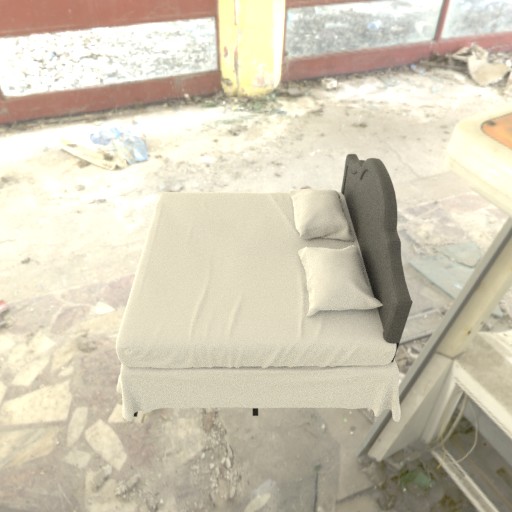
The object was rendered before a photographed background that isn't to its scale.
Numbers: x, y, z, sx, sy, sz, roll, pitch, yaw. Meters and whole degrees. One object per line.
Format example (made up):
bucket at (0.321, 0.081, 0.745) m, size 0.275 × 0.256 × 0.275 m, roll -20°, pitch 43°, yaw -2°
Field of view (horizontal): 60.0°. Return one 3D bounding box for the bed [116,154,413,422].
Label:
bed at (0.000, 0.000, 3.762) m, size 2.222 × 1.631 × 2.303 m, roll 0°, pitch 40°, yaw 0°
